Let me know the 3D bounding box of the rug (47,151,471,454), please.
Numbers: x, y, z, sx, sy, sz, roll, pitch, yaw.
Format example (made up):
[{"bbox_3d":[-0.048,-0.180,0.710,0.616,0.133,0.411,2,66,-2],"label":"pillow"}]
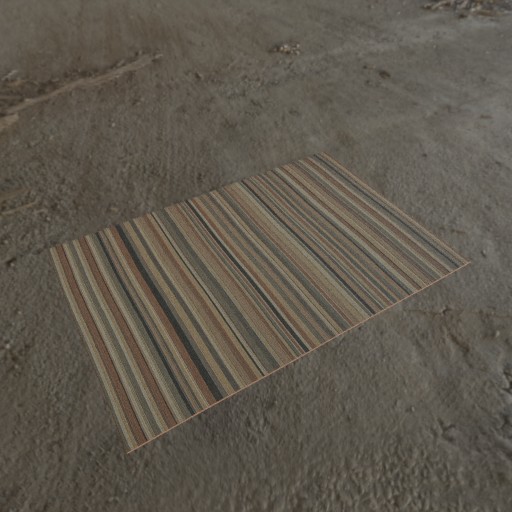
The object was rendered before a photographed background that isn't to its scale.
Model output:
[{"bbox_3d":[0.000,0.000,2.286,1.829,0.008,1.219,-23,50,-22],"label":"rug"}]
